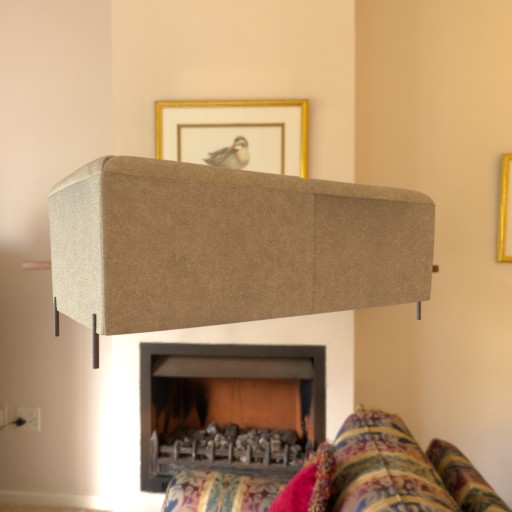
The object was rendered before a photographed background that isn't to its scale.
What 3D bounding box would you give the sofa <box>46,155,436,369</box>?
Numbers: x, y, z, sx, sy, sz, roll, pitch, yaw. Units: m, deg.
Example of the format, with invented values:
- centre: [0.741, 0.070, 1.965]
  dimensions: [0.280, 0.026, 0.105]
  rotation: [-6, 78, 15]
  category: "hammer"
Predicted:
- centre: [0.000, 0.000, 2.322]
  dimensions: [1.878, 0.747, 0.905]
  rotation: [-1, 1, -35]
  category: "sofa"
